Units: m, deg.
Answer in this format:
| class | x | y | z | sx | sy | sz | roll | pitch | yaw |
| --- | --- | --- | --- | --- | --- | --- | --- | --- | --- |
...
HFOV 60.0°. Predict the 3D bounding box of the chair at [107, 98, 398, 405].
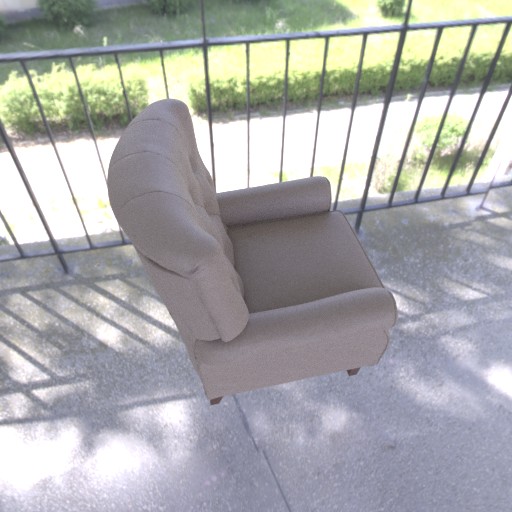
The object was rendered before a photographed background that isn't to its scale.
| class | x | y | z | sx | sy | sz | roll | pitch | yaw |
| --- | --- | --- | --- | --- | --- | --- | --- | --- | --- |
| chair | 0.000 | 0.000 | 1.943 | 1.041 | 1.138 | 0.999 | -9 | 47 | -9 |
